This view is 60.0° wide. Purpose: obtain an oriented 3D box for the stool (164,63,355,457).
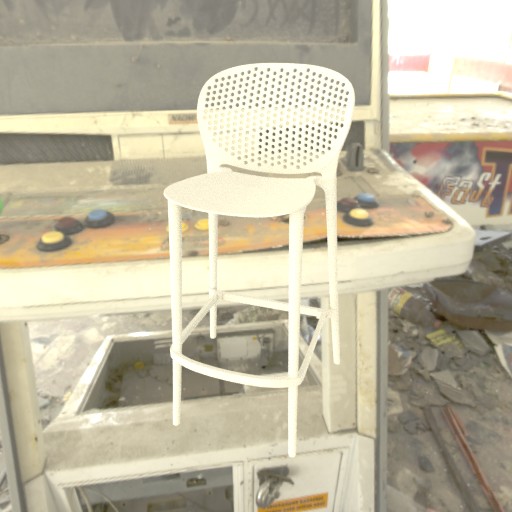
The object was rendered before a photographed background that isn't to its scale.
[{"bbox_3d":[0.000,0.000,1.346,0.536,1.045,0.535,8,28,16],"label":"stool"}]
